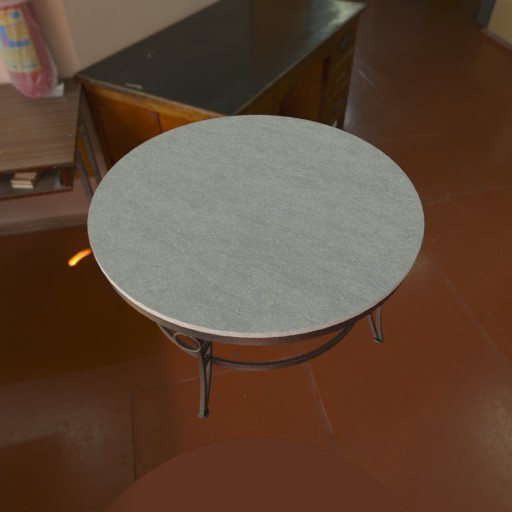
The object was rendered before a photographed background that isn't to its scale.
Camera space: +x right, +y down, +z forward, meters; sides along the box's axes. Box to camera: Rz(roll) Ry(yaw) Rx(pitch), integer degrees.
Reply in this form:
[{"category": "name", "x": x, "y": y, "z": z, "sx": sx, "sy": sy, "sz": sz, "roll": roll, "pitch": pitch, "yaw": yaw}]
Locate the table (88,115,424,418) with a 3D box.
[{"category": "table", "x": 0.000, "y": 0.000, "z": 1.379, "sx": 0.889, "sy": 0.470, "sz": 0.889, "roll": 0, "pitch": 46, "yaw": 0}]
